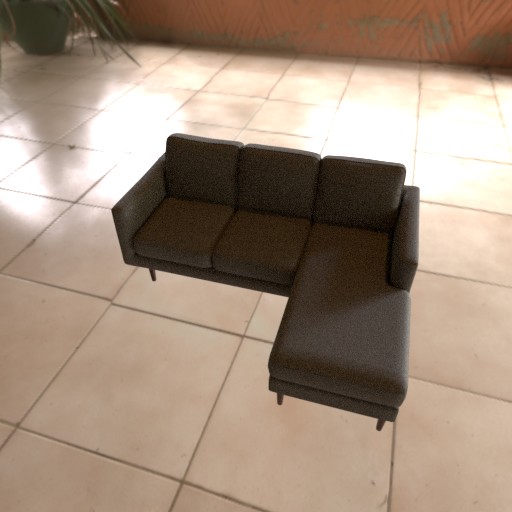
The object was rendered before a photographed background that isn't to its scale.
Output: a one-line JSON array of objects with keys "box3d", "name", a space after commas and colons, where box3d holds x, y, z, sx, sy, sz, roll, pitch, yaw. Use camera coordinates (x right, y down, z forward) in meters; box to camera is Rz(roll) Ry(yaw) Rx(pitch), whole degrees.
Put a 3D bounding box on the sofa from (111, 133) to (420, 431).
[{"box3d": [0.000, 0.000, 3.014, 2.055, 0.957, 1.667, 11, 42, 12], "name": "sofa"}]
